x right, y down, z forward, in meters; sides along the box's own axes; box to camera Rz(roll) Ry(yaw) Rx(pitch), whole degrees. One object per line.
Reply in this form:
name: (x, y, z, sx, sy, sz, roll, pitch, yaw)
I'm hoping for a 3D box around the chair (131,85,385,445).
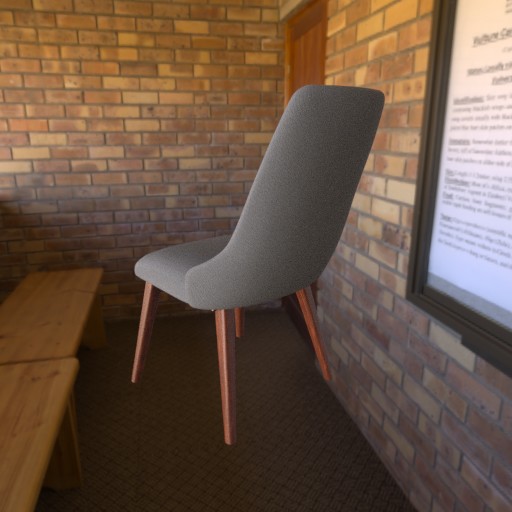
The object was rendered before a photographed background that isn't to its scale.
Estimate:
chair: (0.000, 0.000, 1.350, 0.535, 0.918, 0.707, -15, 21, -43)
